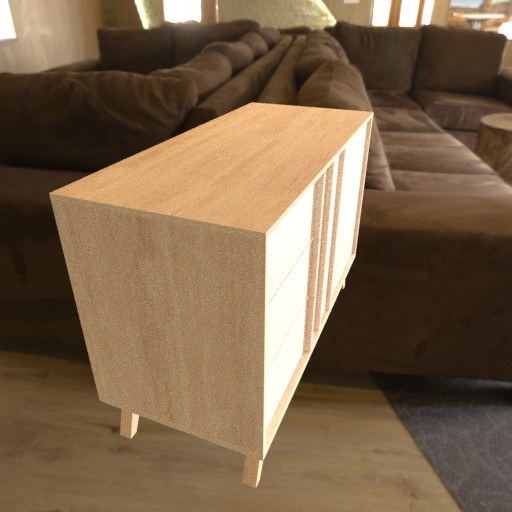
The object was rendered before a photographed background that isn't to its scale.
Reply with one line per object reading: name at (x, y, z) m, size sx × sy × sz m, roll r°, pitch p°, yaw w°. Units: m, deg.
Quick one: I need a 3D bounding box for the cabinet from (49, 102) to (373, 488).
cabinet at (0.000, 0.000, 1.505) m, size 0.500 × 0.780 × 1.110 m, roll 12°, pitch 31°, yaw 20°
